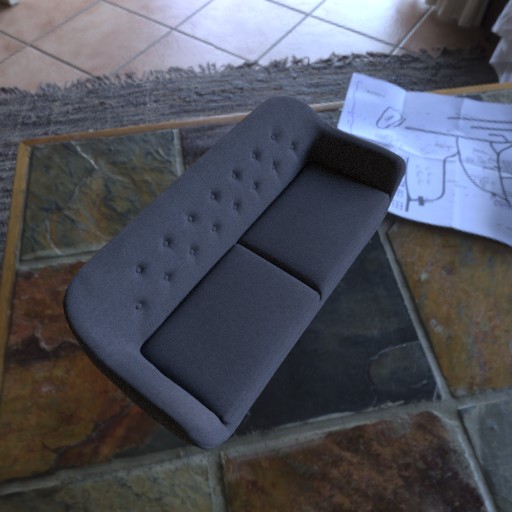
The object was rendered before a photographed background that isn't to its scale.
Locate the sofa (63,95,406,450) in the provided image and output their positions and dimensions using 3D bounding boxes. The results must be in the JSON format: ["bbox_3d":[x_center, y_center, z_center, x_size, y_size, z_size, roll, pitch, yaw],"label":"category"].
[{"bbox_3d":[0.000,0.000,2.303,0.820,0.820,1.840,31,62,19],"label":"sofa"}]
